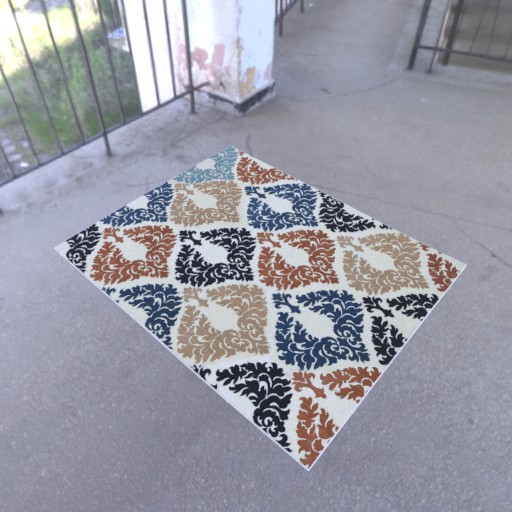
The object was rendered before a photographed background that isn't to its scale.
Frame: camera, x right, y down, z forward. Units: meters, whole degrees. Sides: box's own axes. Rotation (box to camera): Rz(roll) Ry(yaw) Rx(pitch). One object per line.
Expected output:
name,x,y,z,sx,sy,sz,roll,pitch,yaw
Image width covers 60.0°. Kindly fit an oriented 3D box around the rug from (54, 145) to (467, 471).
rug,0.000,0.000,4.146,3.040,0.014,2.423,33,54,28
